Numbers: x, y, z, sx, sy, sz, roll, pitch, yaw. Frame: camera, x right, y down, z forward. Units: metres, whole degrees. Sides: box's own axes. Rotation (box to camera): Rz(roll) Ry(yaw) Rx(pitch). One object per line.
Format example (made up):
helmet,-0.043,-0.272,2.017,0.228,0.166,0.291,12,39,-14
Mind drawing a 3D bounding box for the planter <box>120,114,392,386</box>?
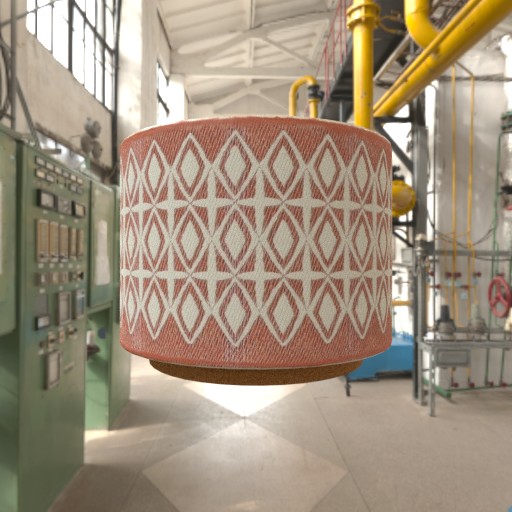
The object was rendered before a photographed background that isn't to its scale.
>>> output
planter,0.000,0.000,0.327,0.192,0.148,0.192,0,0,0
